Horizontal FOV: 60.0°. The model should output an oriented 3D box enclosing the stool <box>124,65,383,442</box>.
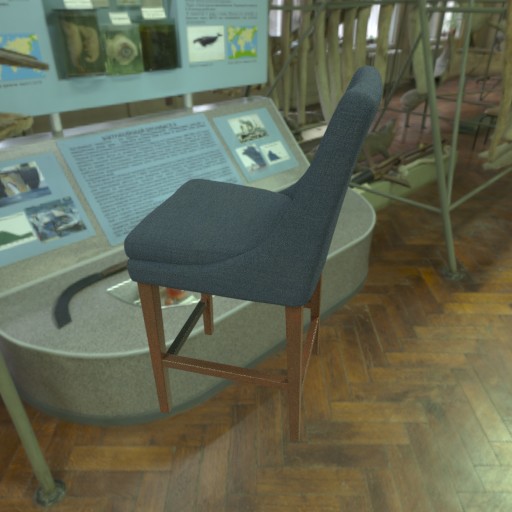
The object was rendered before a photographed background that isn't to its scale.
[{"bbox_3d":[0.000,0.000,1.268,0.577,0.981,0.470,8,31,13],"label":"stool"}]
